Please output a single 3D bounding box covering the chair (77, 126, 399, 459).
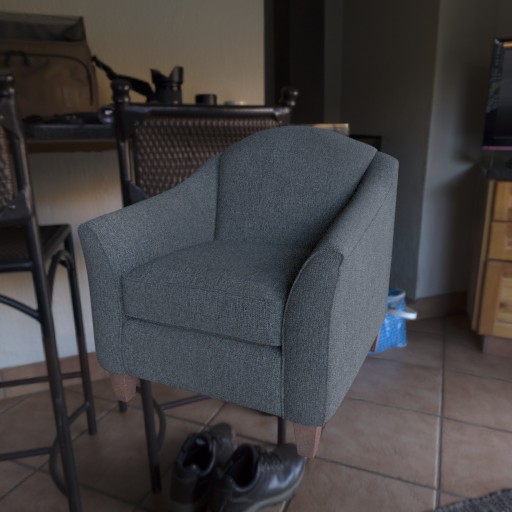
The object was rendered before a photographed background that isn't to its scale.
[{"bbox_3d":[0.000,0.000,1.444,0.763,0.839,0.787,7,15,24],"label":"chair"}]
